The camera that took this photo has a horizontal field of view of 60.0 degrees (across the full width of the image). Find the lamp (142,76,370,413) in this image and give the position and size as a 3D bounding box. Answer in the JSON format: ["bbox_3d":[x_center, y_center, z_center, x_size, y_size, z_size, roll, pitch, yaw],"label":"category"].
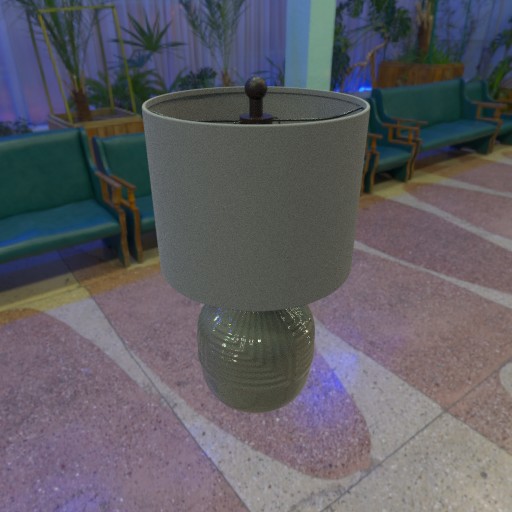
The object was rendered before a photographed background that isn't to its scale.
[{"bbox_3d":[0.000,0.000,0.749,0.318,0.567,0.318,0,28,0],"label":"lamp"}]
